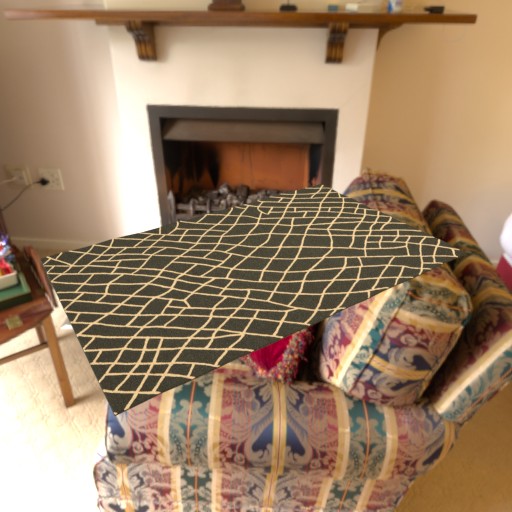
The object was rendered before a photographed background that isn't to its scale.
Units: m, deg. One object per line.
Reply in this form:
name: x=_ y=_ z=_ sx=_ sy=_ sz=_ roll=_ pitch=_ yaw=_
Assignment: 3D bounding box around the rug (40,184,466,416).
rug: x=0.000 y=0.000 z=2.993 sx=2.448 sy=0.017 sz=1.529 roll=-19 pitch=35 yaw=-28
